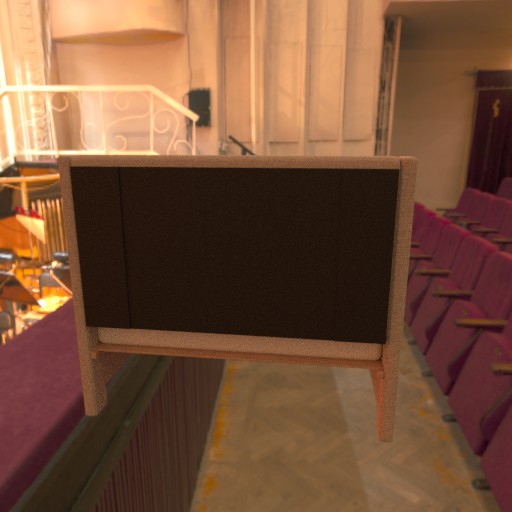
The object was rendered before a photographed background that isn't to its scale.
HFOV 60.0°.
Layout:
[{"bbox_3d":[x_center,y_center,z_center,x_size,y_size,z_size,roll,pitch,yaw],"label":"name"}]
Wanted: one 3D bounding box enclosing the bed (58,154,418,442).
[{"bbox_3d":[0.000,0.000,3.785,2.045,1.743,2.370,2,15,8],"label":"bed"}]
